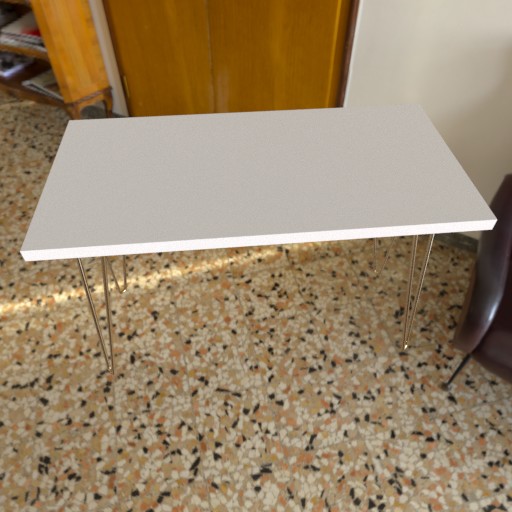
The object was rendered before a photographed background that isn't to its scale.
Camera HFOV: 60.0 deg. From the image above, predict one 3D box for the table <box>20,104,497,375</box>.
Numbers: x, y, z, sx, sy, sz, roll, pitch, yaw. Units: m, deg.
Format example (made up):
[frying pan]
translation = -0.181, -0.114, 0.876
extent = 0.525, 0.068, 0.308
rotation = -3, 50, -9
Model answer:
[table]
translation = 0.000, 0.000, 1.324
extent = 0.991, 0.660, 0.498
rotation = -4, 47, -4
